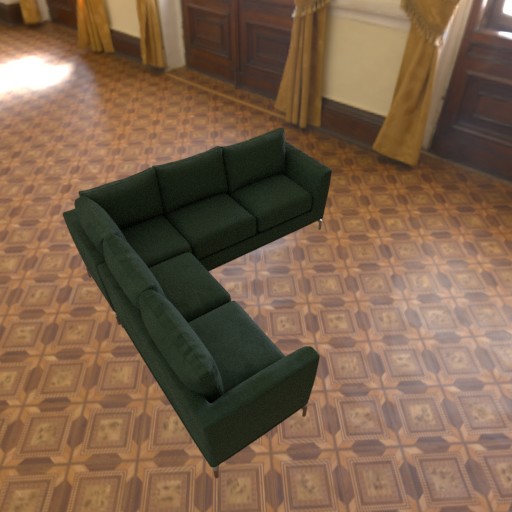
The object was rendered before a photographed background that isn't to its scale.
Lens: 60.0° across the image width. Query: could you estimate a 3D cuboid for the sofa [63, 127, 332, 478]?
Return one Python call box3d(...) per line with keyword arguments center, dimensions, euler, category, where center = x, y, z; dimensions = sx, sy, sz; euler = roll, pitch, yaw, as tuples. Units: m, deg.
box3d(center=(0.000, 0.000, 3.836), dimensions=(2.452, 1.004, 2.468), euler=(-25, 47, -26), category="sofa")
